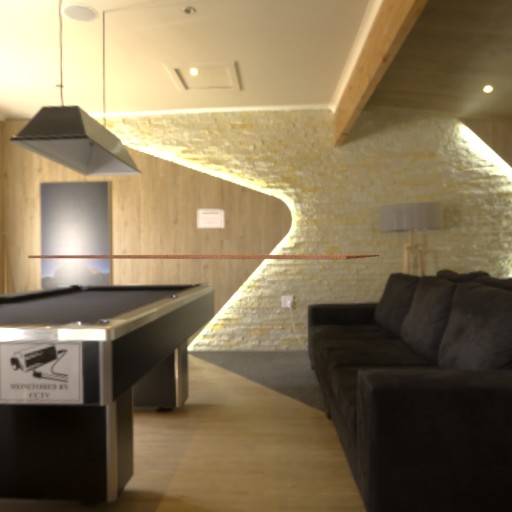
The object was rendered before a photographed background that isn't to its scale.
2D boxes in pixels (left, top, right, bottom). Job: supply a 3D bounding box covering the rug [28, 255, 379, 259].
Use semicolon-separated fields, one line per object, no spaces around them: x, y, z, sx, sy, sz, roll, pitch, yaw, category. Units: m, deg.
0.000;0.000;3.057;1.524;0.014;2.438;0;0;18;rug
